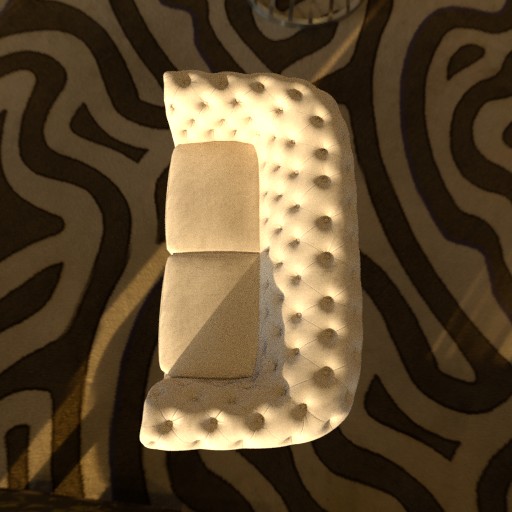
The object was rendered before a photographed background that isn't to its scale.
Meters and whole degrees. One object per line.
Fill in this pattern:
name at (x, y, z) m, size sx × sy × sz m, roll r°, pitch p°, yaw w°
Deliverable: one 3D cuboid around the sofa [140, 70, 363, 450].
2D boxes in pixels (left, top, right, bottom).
sofa at (0.000, 0.000, 2.550) m, size 1.069 × 0.835 × 1.988 m, roll 0°, pitch 76°, yaw 0°
